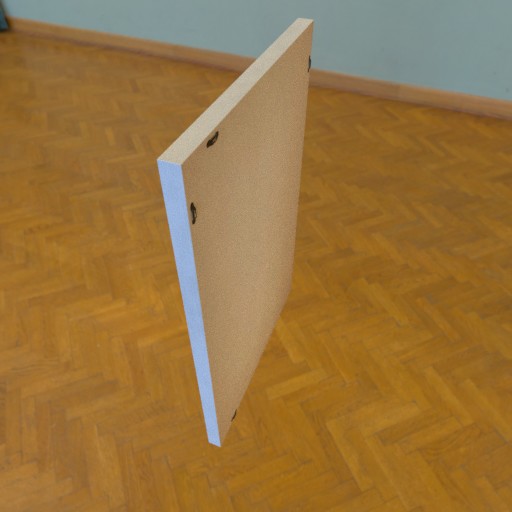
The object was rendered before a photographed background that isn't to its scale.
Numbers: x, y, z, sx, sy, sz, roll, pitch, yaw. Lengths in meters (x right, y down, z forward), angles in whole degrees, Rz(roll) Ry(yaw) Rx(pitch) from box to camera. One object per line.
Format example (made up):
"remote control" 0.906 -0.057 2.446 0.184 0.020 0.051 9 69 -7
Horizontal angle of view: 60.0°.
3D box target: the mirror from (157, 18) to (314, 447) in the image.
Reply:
"mirror" 0.000 0.000 1.102 0.041 0.915 0.609 16 47 15
